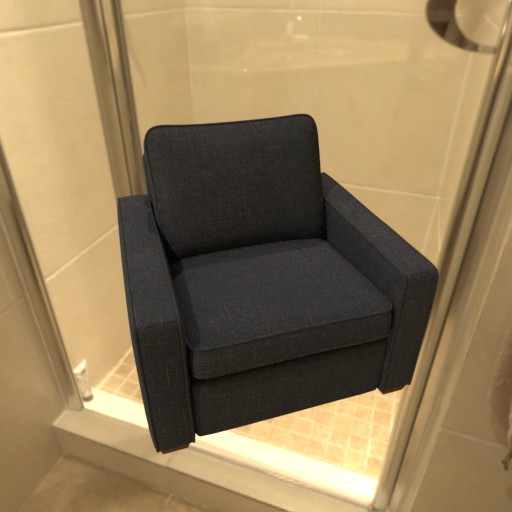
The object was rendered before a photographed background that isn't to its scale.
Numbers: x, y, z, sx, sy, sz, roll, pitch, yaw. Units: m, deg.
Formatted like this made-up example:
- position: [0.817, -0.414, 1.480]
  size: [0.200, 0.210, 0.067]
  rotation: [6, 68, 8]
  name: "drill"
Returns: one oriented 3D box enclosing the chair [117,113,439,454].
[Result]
- position: [0.000, 0.000, 1.745]
  size: [1.017, 0.919, 0.940]
  rotation: [-10, 34, -15]
  name: "chair"
